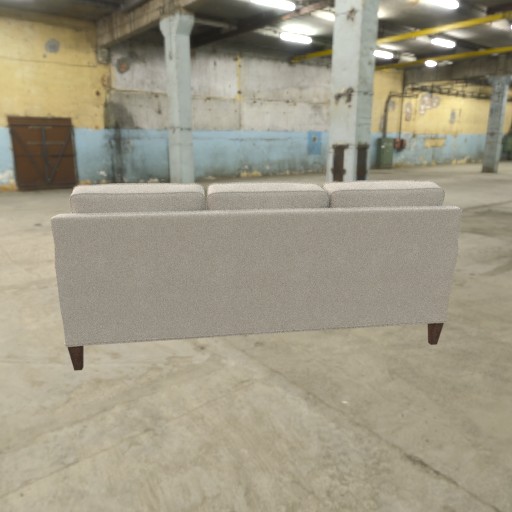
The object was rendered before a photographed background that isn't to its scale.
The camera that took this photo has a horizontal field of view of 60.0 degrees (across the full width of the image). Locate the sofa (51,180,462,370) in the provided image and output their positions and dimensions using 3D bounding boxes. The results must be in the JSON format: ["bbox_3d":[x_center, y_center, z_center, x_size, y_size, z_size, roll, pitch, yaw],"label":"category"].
[{"bbox_3d":[0.000,0.000,2.874,2.246,1.003,1.084,-2,14,-9],"label":"sofa"}]
